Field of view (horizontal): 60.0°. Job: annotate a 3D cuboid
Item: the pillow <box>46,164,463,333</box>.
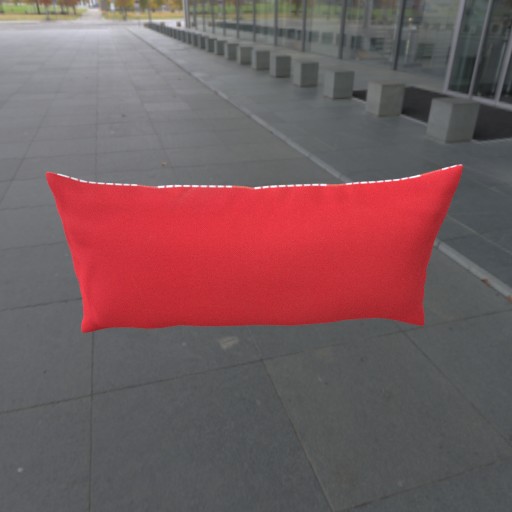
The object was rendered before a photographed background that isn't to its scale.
[{"bbox_3d":[0.000,0.000,0.715,0.608,0.297,0.151,-1,29,-2],"label":"pillow"}]
